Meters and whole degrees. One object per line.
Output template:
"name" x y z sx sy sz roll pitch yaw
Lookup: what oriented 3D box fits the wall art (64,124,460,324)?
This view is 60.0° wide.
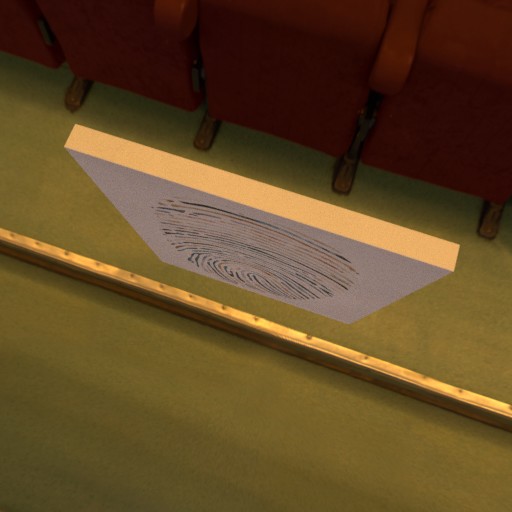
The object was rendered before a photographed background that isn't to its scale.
"wall art" 0.000 0.000 0.844 0.508 0.606 0.037 18 76 5
